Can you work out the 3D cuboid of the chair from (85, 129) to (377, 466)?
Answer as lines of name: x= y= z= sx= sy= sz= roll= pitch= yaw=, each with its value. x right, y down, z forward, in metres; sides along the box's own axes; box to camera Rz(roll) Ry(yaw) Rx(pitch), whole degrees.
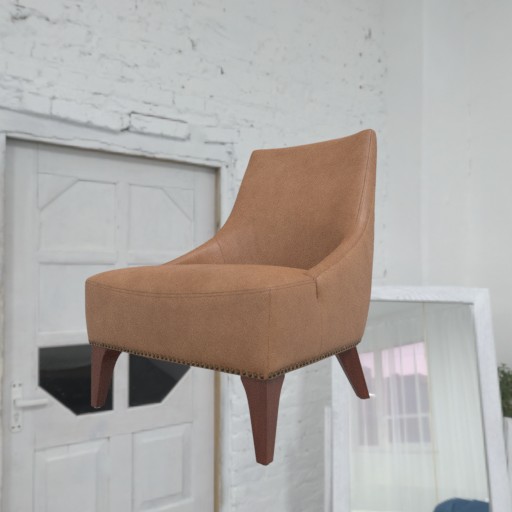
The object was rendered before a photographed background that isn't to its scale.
chair: x=0.000 y=0.000 z=1.453 sx=0.701 sy=0.909 sz=0.861 roll=0 pitch=-1 yaw=37
